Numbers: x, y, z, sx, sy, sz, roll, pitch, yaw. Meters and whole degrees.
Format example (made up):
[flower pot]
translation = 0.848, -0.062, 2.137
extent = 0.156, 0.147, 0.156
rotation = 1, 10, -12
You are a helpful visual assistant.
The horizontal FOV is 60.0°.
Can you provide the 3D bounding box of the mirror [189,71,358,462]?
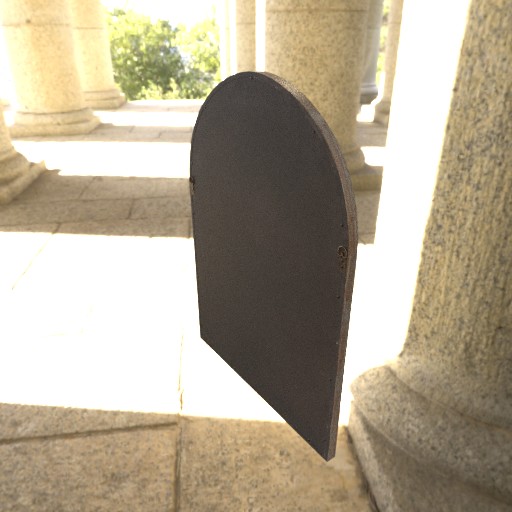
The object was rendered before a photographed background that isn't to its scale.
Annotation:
[mirror]
translation = 0.000, 0.000, 1.193
extent = 0.032, 0.920, 0.660
rotation = -18, 31, -32
